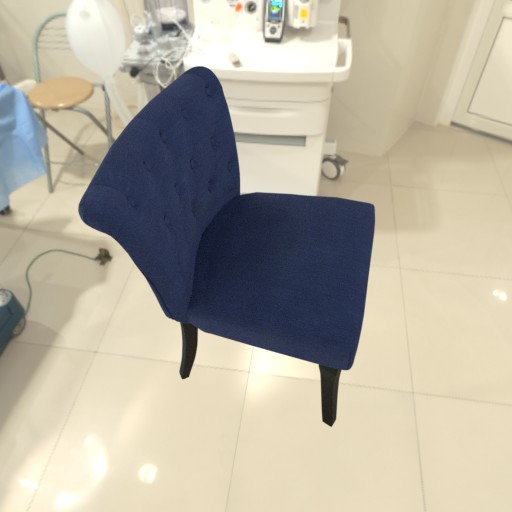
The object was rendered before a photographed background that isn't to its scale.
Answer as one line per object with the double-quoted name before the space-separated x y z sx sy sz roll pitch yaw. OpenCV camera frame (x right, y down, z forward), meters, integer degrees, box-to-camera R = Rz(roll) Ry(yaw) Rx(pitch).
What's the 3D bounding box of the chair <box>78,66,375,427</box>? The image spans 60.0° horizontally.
"chair" 0.000 0.000 1.201 0.606 0.753 0.585 11 49 10
